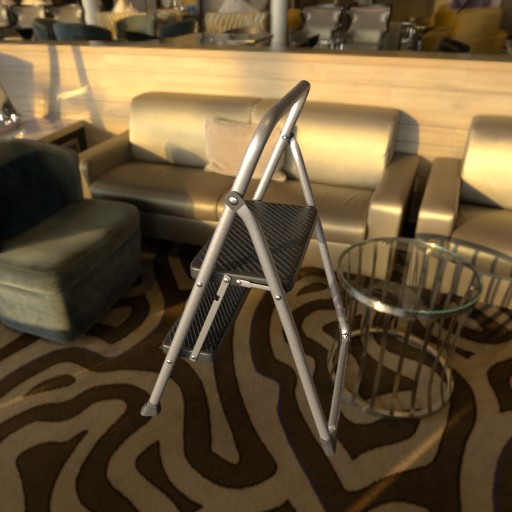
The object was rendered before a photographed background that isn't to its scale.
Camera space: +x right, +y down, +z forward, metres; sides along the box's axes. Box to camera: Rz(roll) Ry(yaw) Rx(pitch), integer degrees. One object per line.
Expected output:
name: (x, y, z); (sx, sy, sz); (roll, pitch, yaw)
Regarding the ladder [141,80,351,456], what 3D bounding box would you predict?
ladder: (0.000, 0.000, 1.013); (0.472, 0.720, 0.430); (8, 31, 13)
